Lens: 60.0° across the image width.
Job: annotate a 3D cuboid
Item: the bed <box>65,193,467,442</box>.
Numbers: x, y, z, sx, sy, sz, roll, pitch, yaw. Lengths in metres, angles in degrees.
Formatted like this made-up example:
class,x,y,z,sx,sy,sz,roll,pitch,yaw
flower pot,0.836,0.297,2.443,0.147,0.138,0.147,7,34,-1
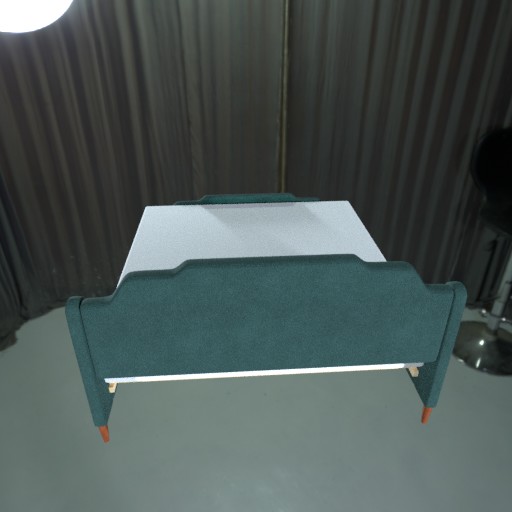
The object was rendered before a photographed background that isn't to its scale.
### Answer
class,x,y,z,sx,sy,sz,roll,pitch,yaw
bed,0.000,0.000,3.455,2.074,1.245,2.340,-2,30,-3
